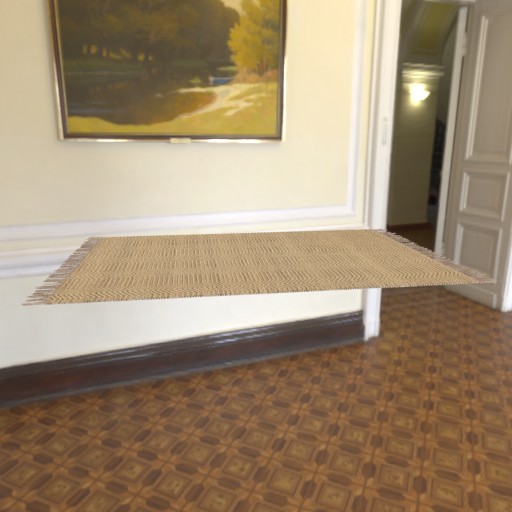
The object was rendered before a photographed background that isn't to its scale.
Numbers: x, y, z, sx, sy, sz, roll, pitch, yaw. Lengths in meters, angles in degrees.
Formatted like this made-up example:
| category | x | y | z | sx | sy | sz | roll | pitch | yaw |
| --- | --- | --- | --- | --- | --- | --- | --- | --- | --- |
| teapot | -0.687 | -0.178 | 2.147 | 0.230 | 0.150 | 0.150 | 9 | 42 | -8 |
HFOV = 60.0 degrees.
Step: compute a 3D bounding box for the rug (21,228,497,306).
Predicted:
| category | x | y | z | sx | sy | sz | roll | pitch | yaw |
| --- | --- | --- | --- | --- | --- | --- | --- | --- | --- |
| rug | 0.000 | 0.000 | 2.420 | 2.021 | 0.027 | 1.224 | -2 | 15 | -8 |
